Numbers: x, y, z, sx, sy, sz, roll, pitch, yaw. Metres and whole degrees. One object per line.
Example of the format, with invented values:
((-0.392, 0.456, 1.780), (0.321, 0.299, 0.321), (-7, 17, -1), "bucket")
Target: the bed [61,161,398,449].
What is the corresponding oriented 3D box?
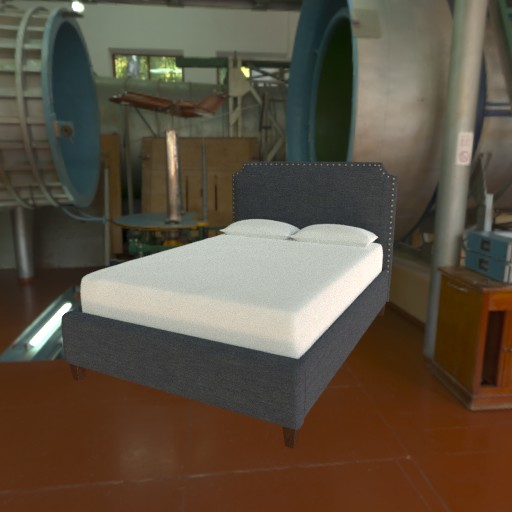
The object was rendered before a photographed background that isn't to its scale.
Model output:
((0.000, 0.000, 3.511), (1.713, 1.443, 2.372), (6, 14, 26), "bed")
